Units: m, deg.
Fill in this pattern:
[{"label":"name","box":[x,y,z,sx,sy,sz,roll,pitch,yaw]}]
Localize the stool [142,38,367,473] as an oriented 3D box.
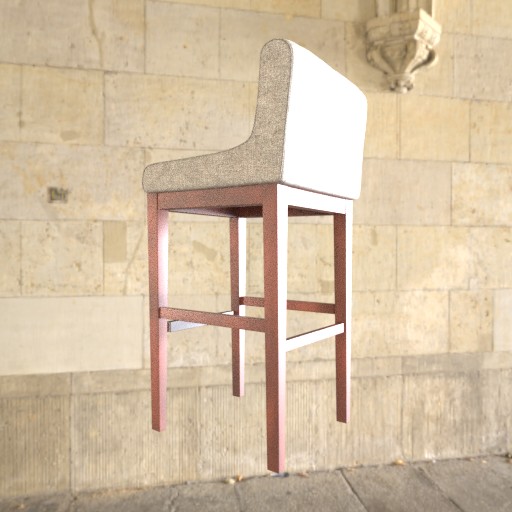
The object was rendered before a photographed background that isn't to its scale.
[{"label":"stool","box":[0.000,0.000,1.252,0.499,0.965,0.426,0,1,36]}]
